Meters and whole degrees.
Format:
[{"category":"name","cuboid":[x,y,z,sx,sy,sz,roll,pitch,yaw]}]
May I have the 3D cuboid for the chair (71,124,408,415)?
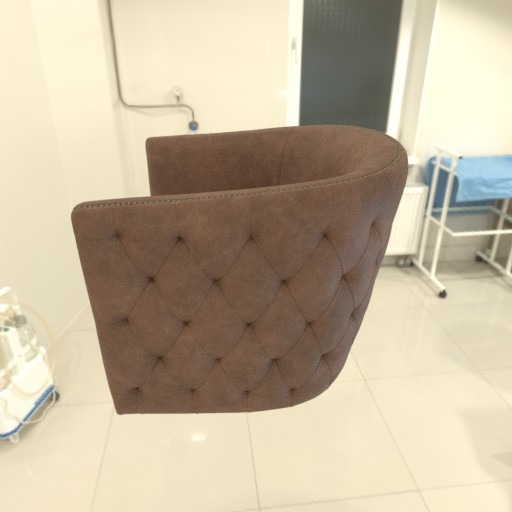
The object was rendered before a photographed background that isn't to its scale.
[{"category":"chair","cuboid":[0.000,0.000,1.511,0.870,0.790,0.850,0,26,0]}]
